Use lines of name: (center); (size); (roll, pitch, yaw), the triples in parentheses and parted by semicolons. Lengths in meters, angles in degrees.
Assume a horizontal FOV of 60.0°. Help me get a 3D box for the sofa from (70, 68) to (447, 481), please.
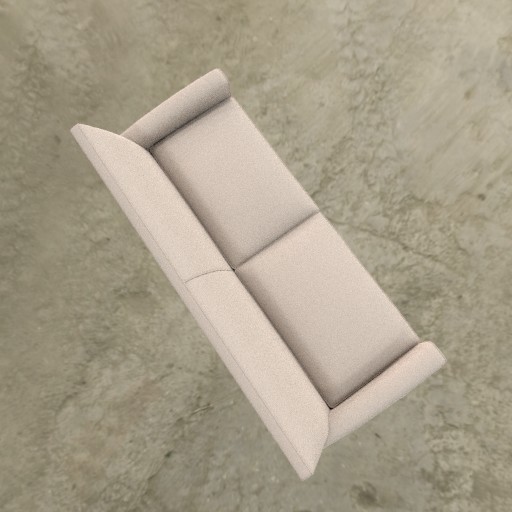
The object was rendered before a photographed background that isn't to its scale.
sofa: (0.000, 0.000, 2.412); (0.875, 0.846, 2.000); (-34, 79, -8)
